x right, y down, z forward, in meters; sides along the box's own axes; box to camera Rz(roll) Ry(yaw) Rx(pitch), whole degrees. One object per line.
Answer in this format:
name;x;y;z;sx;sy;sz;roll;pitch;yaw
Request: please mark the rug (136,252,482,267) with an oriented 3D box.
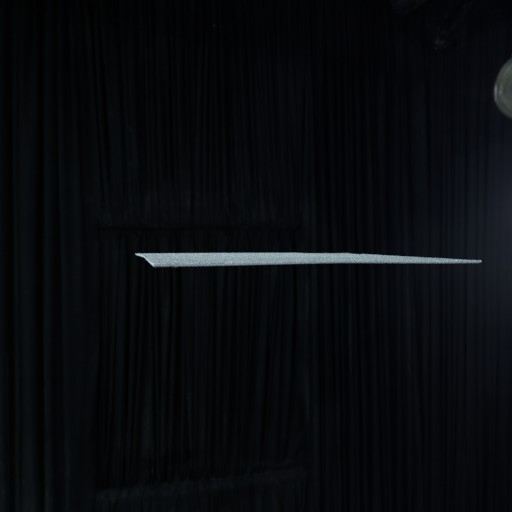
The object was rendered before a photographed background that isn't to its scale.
rug;0.000;0.000;2.326;1.174;0.022;1.853;0;1;-17
